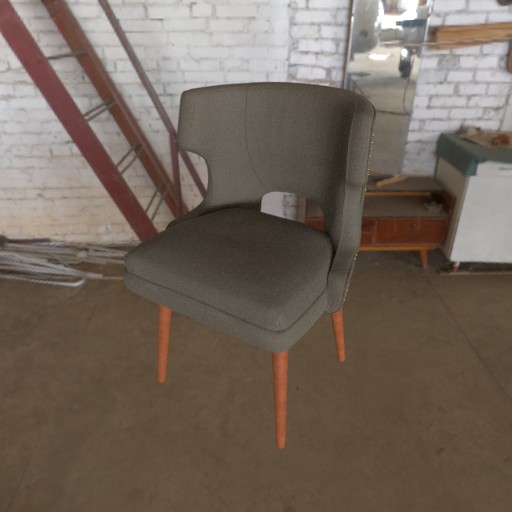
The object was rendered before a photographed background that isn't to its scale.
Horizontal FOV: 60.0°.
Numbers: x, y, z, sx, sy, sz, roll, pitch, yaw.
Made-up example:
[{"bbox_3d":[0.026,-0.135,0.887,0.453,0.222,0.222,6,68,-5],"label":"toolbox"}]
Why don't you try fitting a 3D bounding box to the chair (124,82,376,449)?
[{"bbox_3d":[0.000,0.000,1.263,0.595,0.863,0.581,18,34,29],"label":"chair"}]
